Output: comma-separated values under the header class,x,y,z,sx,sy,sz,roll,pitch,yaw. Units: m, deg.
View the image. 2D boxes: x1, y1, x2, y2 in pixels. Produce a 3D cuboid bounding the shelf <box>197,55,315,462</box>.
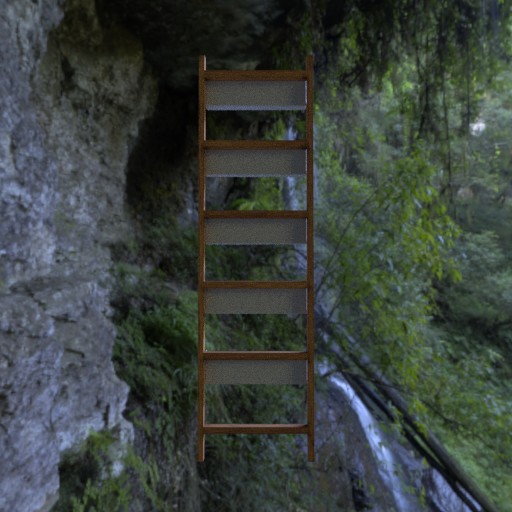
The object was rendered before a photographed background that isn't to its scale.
class,x,y,z,sx,sy,sz,roll,pitch,yaw
shelf,0.000,0.000,1.810,0.454,1.600,0.141,0,-2,0
